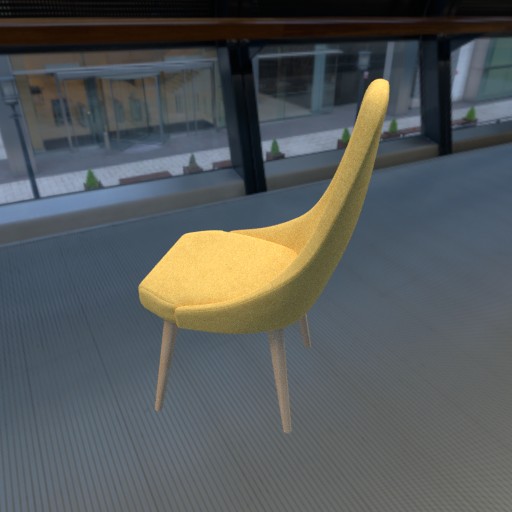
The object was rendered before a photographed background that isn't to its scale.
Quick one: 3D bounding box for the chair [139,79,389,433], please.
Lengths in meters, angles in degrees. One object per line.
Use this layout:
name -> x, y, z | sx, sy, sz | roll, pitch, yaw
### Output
chair -> 0.000, 0.000, 1.388 | 0.660, 1.040, 0.510 | 8, 31, 13
